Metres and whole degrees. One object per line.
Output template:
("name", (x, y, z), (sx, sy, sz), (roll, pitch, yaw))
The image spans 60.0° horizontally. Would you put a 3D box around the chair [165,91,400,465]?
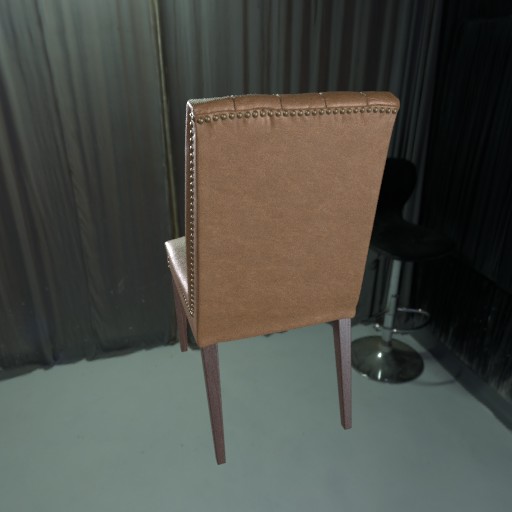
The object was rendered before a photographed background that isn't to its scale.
("chair", (0.000, 0.000, 1.404), (0.511, 1.016, 0.647), (-8, 26, -17))
